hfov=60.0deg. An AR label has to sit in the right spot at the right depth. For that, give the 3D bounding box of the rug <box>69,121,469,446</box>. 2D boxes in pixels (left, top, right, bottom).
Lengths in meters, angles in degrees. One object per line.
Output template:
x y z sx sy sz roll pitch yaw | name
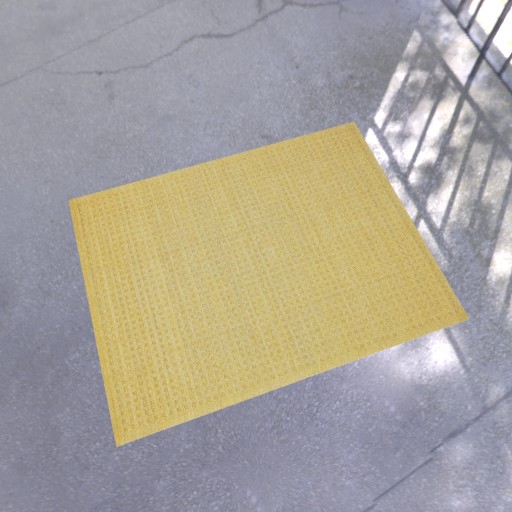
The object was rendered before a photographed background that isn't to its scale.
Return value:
0.000 0.000 4.314 3.242 0.015 2.486 -17 65 -8 | rug
